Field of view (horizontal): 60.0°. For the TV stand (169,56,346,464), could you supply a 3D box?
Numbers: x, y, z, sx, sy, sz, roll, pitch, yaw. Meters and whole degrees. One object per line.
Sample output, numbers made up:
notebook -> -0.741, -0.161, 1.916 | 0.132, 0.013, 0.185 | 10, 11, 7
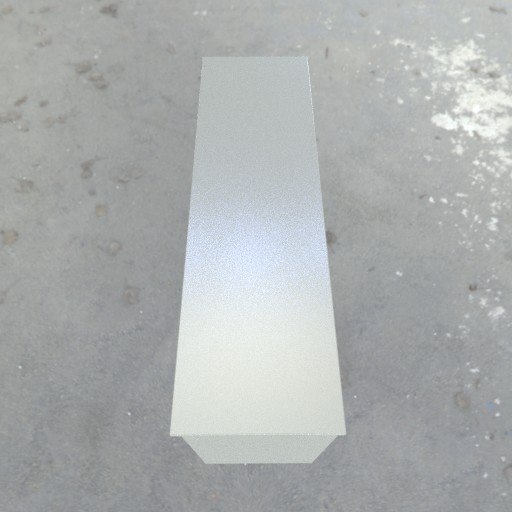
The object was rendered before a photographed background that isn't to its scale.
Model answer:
TV stand -> 0.000, 0.000, 1.416 | 0.344, 0.603, 1.167 | 0, 59, 0
